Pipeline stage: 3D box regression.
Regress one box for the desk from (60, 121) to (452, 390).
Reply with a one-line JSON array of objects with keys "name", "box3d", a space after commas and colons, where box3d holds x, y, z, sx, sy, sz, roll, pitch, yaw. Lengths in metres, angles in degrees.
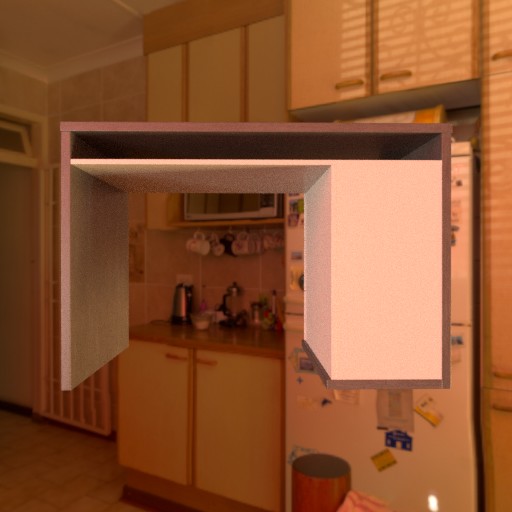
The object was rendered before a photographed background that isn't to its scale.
[{"name": "desk", "box3d": [0.000, 0.000, 1.541, 1.100, 0.750, 0.600, 0, 0, -1]}]
